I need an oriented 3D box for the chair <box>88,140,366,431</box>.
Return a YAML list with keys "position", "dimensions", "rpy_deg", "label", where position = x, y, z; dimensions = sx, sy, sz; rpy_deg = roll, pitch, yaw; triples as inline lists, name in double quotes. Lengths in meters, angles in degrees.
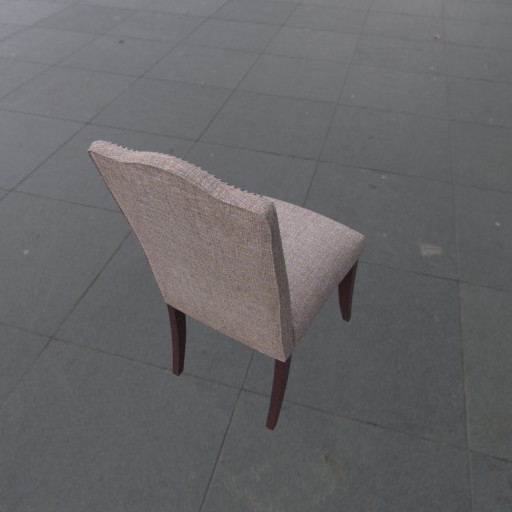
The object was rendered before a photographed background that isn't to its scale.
- position: [0.000, 0.000, 1.356]
  dimensions: [0.513, 1.016, 0.660]
  rpy_deg: [23, 49, 21]
  label: "chair"
